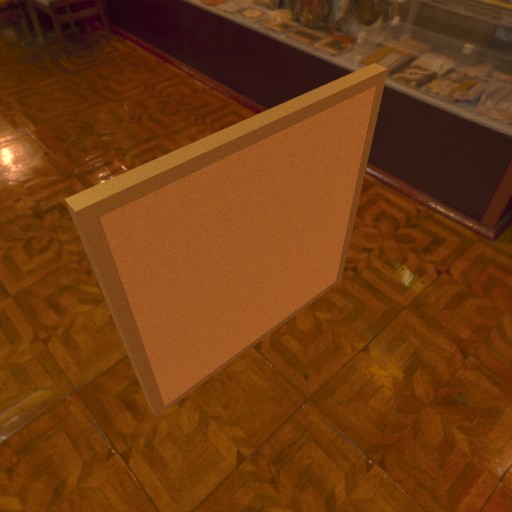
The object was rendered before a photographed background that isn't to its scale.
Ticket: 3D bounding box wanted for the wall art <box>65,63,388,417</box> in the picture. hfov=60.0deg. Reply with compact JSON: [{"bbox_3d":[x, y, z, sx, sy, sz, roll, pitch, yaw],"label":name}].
[{"bbox_3d":[0.000,0.000,2.875,1.926,1.926,0.099,-32,55,-26],"label":"wall art"}]
